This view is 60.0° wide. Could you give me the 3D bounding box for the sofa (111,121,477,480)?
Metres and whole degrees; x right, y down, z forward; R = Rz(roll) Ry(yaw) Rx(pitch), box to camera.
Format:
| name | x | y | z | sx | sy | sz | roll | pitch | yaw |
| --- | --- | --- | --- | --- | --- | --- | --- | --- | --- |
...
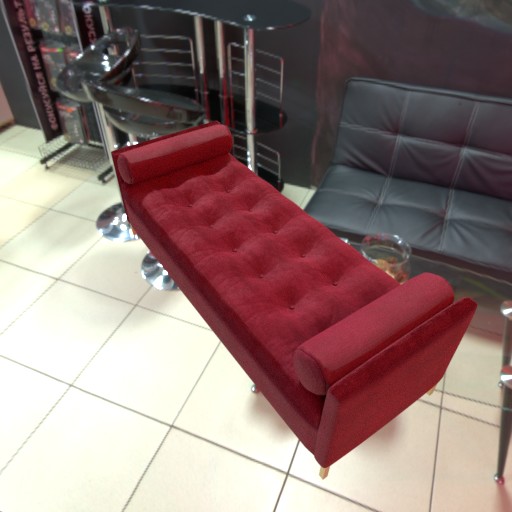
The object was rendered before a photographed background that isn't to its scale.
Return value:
| name | x | y | z | sx | sy | sz | roll | pitch | yaw |
| --- | --- | --- | --- | --- | --- | --- | --- | --- | --- |
| sofa | 0.000 | 0.000 | 2.465 | 0.796 | 0.705 | 2.102 | -25 | 47 | -25 |
